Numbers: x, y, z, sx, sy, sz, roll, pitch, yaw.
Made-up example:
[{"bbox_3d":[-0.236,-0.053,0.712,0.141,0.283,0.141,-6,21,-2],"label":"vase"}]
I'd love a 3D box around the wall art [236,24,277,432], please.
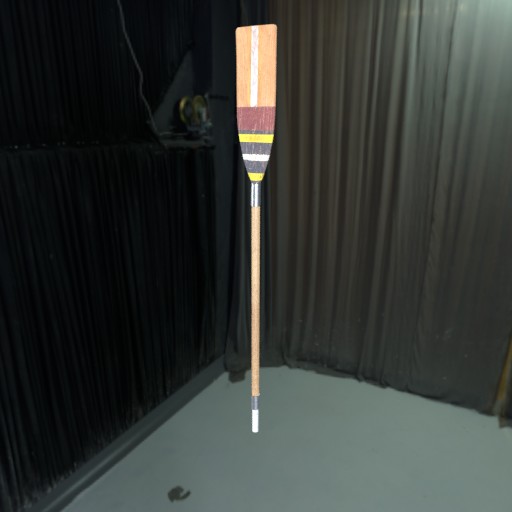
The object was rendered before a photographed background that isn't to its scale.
[{"bbox_3d":[0.000,0.000,1.659,0.146,1.556,0.038,9,19,26],"label":"wall art"}]
